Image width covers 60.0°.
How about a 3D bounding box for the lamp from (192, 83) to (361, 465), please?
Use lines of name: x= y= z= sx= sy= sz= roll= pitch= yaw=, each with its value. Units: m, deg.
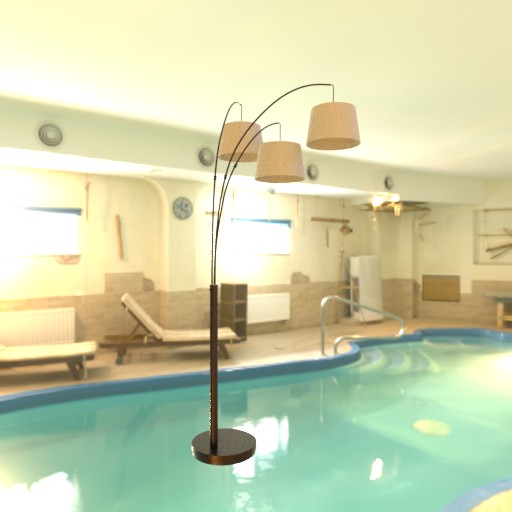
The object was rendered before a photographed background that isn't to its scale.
lamp: x=0.000 y=0.000 z=2.472 sx=0.951 sy=1.950 sz=0.924 roll=0 pitch=1 yaw=35
